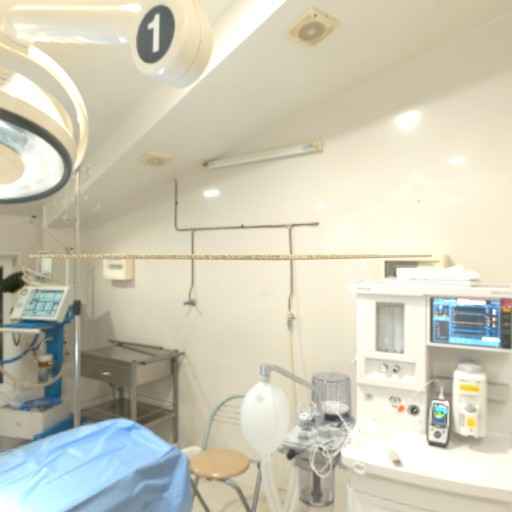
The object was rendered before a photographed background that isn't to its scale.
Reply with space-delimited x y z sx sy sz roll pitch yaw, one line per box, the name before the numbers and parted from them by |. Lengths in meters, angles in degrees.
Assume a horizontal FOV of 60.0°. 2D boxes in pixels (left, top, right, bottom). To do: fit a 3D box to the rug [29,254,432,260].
rug | 0.000 0.000 4.083 2.401 0.025 3.001 0 0 35
